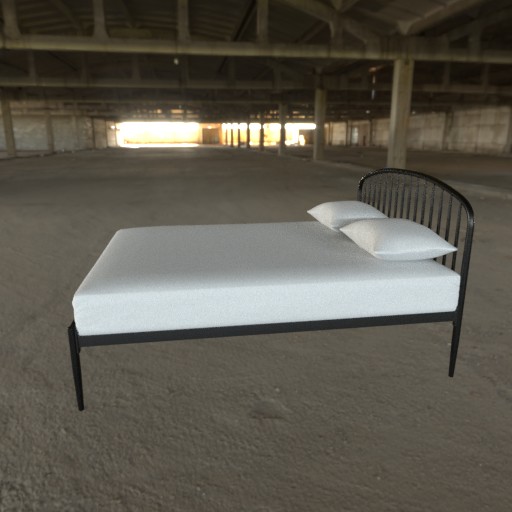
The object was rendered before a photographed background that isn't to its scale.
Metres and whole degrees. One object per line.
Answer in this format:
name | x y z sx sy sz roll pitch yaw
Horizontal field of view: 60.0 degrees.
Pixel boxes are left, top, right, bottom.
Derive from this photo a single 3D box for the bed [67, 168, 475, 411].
bed | 0.000 0.000 3.095 2.159 1.166 1.618 -2 15 -9
